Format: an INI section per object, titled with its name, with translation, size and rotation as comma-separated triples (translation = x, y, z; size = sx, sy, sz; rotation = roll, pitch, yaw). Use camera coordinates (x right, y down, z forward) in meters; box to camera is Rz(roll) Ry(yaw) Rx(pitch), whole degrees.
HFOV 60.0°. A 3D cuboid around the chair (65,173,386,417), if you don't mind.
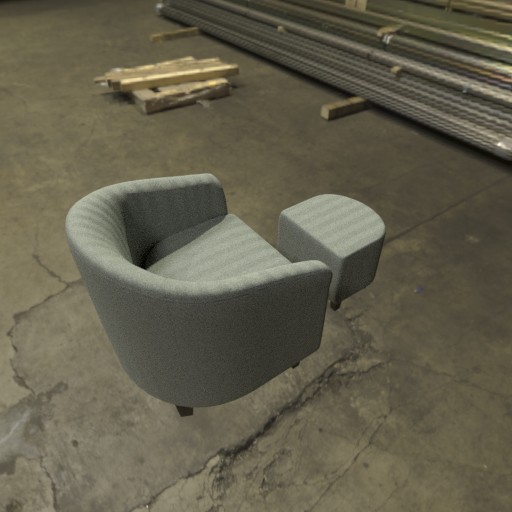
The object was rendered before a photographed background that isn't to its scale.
[chair]
translation = 0.000, 0.000, 1.767
size = 1.288, 0.757, 0.756
rotation = -25, 47, -26
